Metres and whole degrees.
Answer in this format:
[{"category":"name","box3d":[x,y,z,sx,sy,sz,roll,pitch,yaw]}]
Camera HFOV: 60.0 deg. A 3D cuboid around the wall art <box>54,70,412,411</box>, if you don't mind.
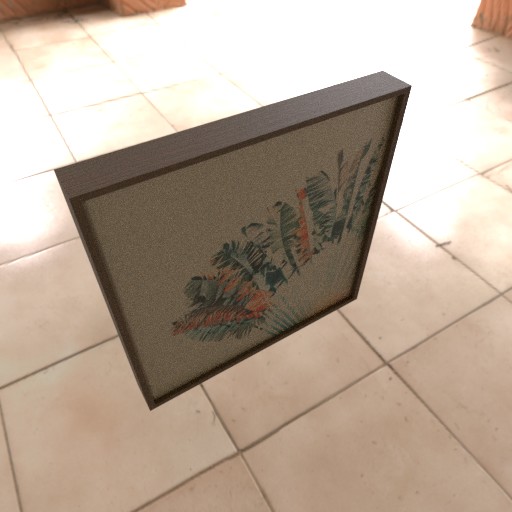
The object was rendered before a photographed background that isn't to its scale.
[{"category":"wall art","box3d":[0.000,0.000,0.458,0.304,0.303,0.038,-24,50,-22]}]
